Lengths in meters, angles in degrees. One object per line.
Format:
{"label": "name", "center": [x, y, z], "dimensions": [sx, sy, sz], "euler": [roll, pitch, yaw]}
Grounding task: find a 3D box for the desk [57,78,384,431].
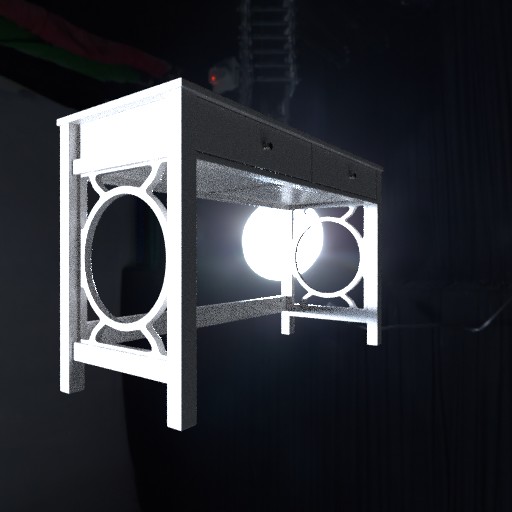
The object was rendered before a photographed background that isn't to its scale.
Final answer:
{"label": "desk", "center": [0.000, 0.000, 1.566], "dimensions": [0.504, 0.762, 1.191], "euler": [0, 0, 36]}
